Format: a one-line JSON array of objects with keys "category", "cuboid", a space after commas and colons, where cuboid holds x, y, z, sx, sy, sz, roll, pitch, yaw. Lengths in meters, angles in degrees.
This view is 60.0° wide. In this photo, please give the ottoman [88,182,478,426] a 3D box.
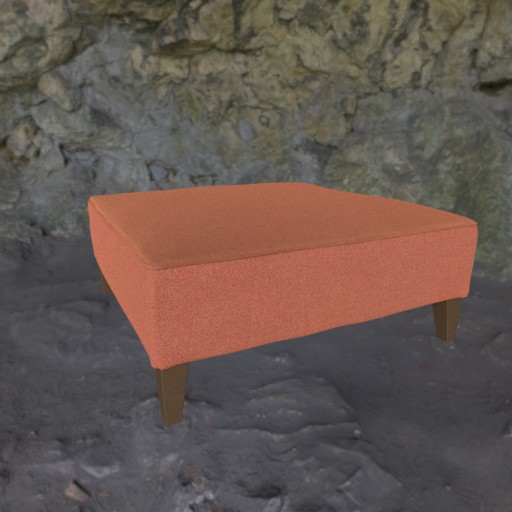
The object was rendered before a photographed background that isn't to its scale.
[{"category": "ottoman", "cuboid": [0.000, 0.000, 1.555, 0.999, 0.438, 0.997, -8, 18, -25]}]
